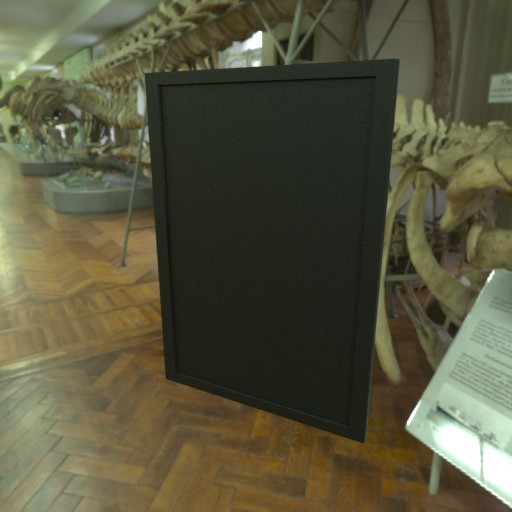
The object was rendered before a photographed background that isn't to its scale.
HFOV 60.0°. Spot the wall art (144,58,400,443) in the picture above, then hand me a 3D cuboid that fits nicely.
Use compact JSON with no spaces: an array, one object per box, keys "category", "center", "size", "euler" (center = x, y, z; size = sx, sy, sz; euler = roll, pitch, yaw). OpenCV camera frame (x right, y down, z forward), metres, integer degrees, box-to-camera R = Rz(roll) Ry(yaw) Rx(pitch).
[{"category":"wall art","center":[0.000,0.000,0.548],"size":[0.303,0.431,0.013],"euler":[9,19,26]}]
